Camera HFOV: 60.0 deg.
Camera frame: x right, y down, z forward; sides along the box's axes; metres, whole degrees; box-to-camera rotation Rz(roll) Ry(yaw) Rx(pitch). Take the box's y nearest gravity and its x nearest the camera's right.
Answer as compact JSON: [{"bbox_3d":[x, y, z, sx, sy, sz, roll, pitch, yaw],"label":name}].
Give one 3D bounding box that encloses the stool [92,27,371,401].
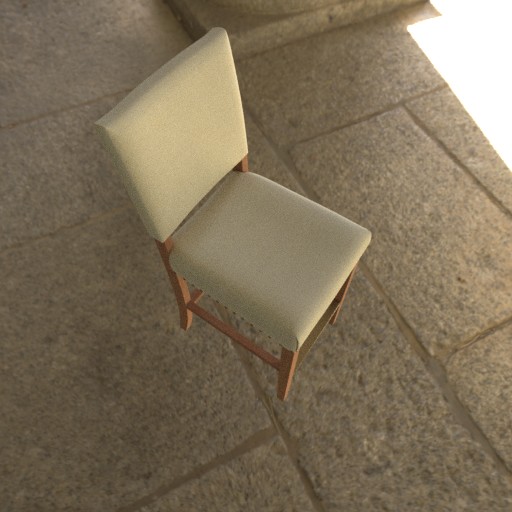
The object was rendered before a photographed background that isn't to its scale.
[{"bbox_3d":[0.000,0.000,1.451,0.584,1.168,0.445,31,64,17],"label":"stool"}]
